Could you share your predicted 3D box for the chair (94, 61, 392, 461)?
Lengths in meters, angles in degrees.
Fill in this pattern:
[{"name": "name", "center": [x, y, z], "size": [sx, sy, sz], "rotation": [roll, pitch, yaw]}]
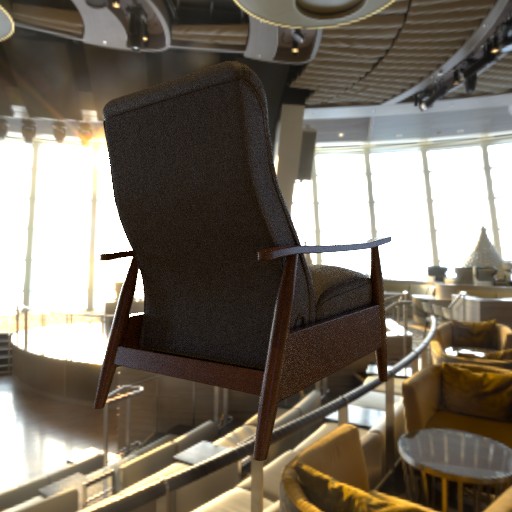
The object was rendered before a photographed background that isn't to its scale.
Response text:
[{"name": "chair", "center": [0.000, 0.000, 1.765], "size": [0.762, 1.081, 1.014], "rotation": [-1, -1, 36]}]
